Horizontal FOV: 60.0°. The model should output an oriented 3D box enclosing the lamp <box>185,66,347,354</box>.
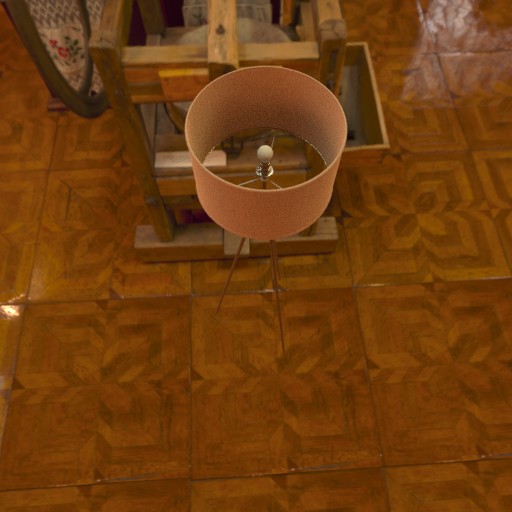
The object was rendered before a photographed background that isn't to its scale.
[{"bbox_3d":[0.000,0.000,1.811,0.460,1.545,0.449,-1,64,-1],"label":"lamp"}]
